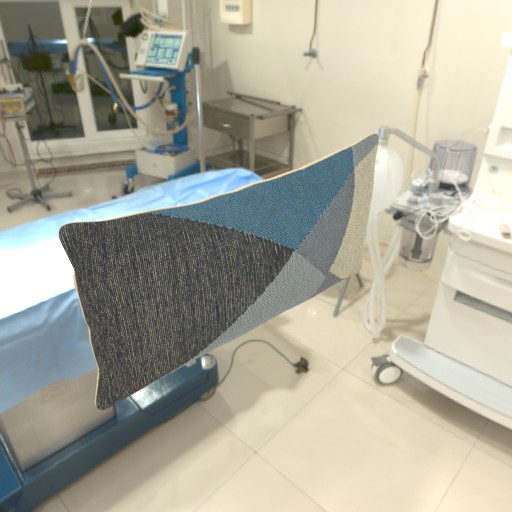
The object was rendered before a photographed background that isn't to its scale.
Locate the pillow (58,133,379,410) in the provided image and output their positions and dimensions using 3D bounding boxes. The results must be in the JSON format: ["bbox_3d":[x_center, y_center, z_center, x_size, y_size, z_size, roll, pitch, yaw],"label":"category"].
[{"bbox_3d":[0.000,0.000,0.739,0.604,0.307,0.148,-23,38,-33],"label":"pillow"}]
